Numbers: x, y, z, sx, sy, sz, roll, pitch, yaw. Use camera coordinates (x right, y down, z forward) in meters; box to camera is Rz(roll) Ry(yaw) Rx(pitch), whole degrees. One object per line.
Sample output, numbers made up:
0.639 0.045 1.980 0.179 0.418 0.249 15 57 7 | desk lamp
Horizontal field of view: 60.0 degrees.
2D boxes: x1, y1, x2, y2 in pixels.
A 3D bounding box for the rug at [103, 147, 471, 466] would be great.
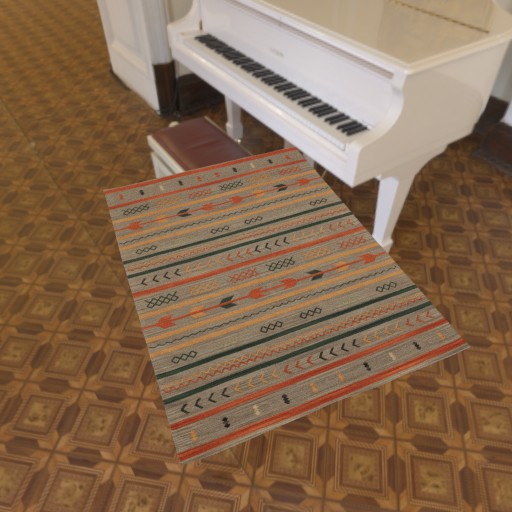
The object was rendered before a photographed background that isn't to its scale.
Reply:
0.000 0.000 4.020 2.263 0.022 3.029 -17 48 -15 | rug
